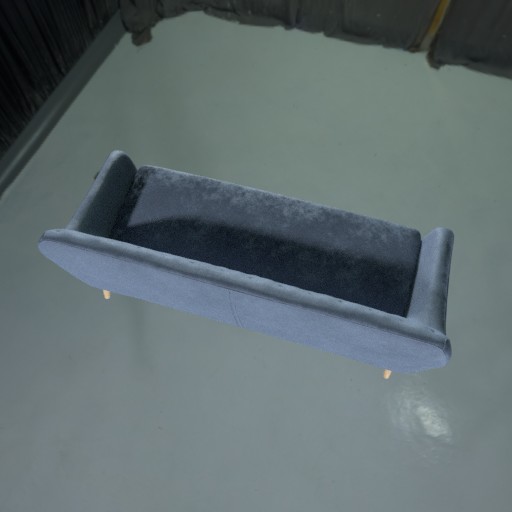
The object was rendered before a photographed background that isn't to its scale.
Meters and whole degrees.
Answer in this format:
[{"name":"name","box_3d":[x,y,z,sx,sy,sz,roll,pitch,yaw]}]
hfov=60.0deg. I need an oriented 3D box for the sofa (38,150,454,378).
[{"name":"sofa","box_3d":[0.000,0.000,2.421,1.975,0.832,0.841,15,63,8]}]
